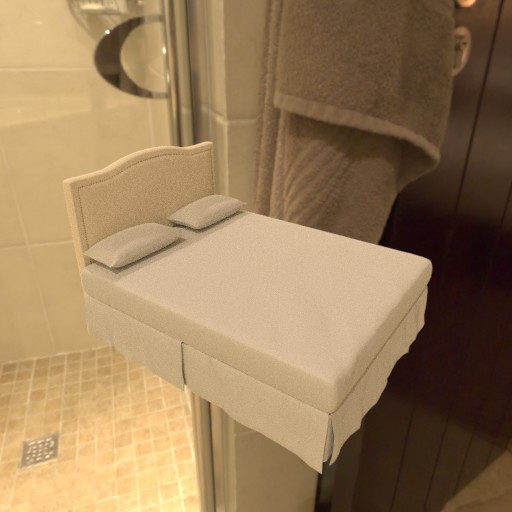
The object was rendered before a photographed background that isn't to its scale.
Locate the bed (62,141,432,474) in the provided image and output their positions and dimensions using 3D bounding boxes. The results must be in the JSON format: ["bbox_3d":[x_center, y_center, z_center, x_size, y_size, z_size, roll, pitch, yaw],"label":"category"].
[{"bbox_3d":[0.000,0.000,3.657,2.477,1.437,1.977,18,32,31],"label":"bed"}]
